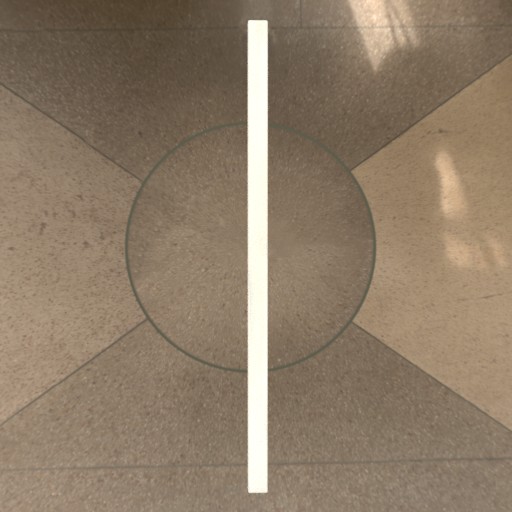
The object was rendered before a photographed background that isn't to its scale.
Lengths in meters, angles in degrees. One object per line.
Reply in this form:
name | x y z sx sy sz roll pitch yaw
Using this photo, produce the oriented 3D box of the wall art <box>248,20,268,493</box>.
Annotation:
wall art | 0.000 0.000 1.160 0.039 0.609 0.914 0 91 -1
